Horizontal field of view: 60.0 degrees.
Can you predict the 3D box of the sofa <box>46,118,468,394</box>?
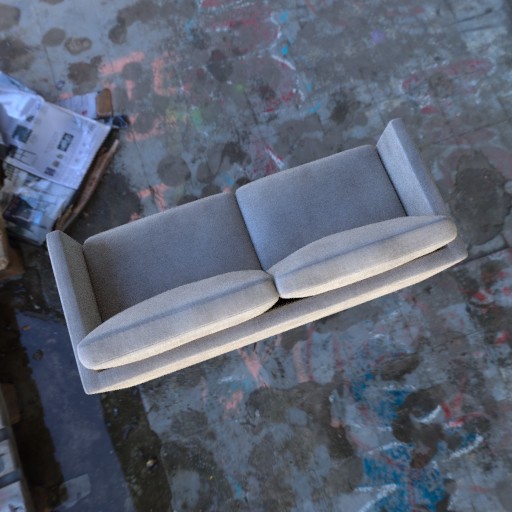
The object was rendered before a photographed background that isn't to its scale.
[{"bbox_3d":[0.000,0.000,2.723,2.208,0.965,0.951,-19,77,-5],"label":"sofa"}]
